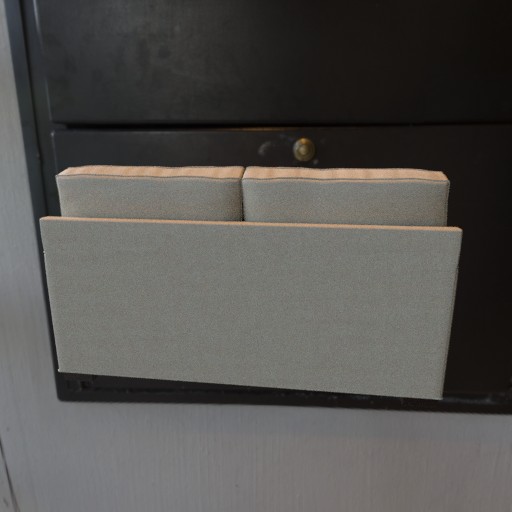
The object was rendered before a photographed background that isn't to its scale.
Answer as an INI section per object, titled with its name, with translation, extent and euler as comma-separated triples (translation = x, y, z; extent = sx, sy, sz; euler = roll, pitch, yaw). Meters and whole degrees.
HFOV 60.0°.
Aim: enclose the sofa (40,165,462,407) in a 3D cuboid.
[sofa]
translation = 0.000, 0.000, 2.028
extent = 1.484, 0.853, 0.942
euler = 2, 16, 7
